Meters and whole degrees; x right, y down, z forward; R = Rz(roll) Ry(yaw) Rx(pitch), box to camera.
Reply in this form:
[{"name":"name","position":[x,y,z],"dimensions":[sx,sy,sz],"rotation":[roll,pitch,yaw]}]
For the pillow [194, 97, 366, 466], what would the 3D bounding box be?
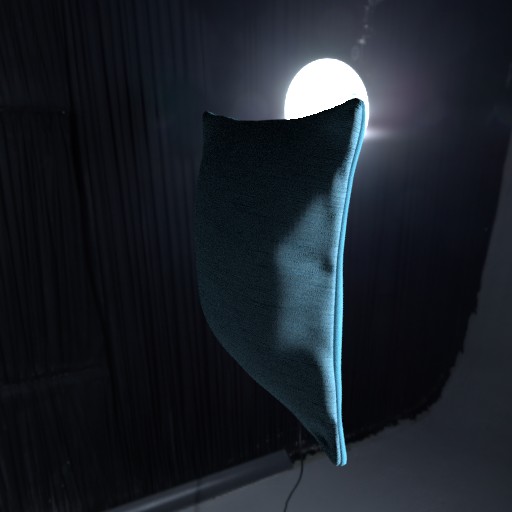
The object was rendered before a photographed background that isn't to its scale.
[{"name":"pillow","position":[0.000,0.000,0.647],"dimensions":[0.151,0.415,0.433],"rotation":[-8,18,-25]}]
